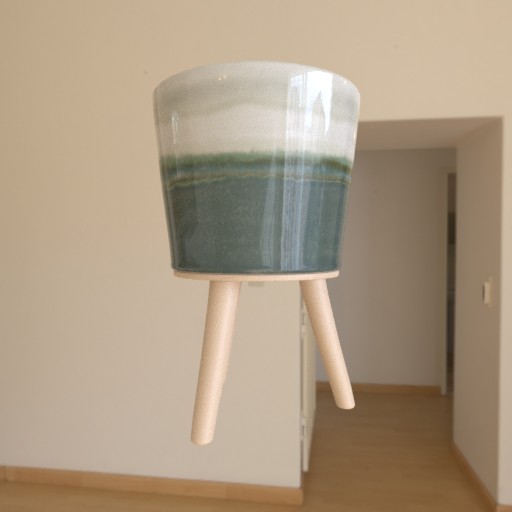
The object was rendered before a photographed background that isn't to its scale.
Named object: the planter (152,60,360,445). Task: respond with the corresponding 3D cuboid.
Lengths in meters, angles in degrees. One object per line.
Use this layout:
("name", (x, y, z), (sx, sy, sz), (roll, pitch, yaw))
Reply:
("planter", (0.000, 0.000, 0.477), (0.217, 0.331, 0.217), (0, 2, -17))
